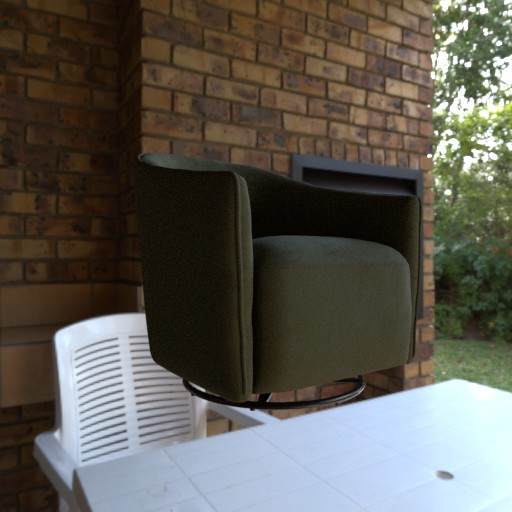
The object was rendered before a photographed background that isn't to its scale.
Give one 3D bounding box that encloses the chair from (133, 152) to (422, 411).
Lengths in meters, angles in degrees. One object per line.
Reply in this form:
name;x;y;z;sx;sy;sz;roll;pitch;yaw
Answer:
chair;0.000;0.000;1.494;0.747;0.799;0.875;0;0;-36
